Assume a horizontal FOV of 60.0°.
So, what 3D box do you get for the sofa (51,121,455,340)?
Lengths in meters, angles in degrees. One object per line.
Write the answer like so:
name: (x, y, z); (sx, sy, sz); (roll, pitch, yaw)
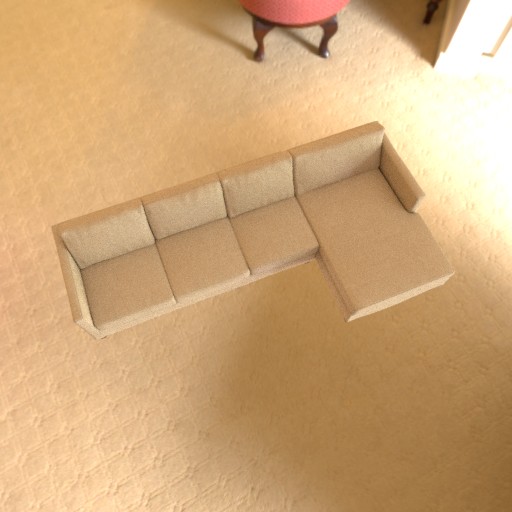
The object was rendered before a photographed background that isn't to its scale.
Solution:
sofa: (0.000, 0.000, 3.972); (3.186, 0.846, 1.625); (-20, 67, -9)
